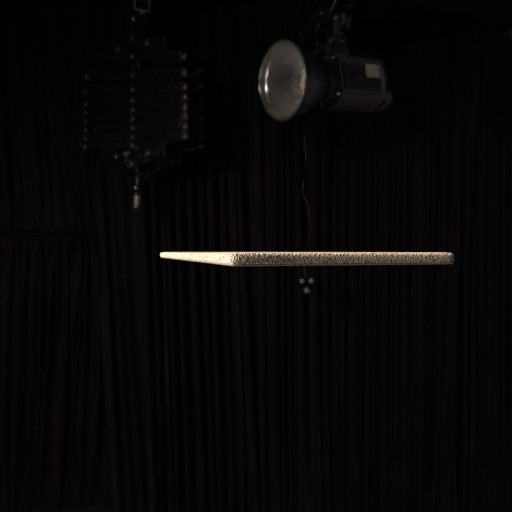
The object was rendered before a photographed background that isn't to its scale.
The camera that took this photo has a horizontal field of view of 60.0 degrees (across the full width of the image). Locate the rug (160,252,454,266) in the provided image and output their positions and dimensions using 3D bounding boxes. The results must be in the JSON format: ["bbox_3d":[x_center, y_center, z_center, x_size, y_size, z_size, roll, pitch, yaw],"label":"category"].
[{"bbox_3d":[0.000,0.000,1.786,0.609,0.030,1.524,0,1,-18],"label":"rug"}]
